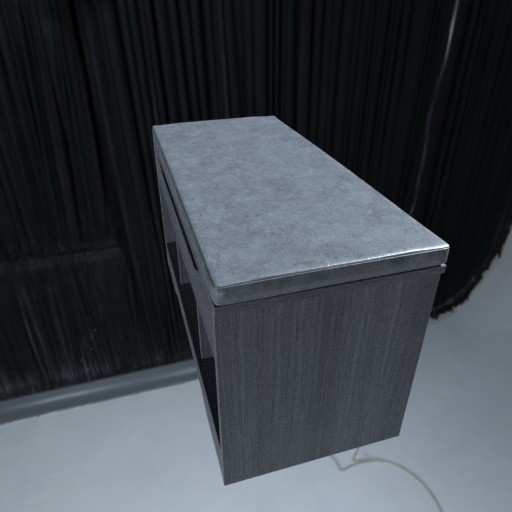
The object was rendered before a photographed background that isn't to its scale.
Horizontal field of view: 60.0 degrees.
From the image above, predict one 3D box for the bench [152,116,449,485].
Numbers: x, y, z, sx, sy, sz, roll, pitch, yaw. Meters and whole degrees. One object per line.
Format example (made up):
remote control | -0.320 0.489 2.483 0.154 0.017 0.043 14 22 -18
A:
bench | 0.000 0.000 1.174 0.401 0.501 0.905 -9 32 -14
